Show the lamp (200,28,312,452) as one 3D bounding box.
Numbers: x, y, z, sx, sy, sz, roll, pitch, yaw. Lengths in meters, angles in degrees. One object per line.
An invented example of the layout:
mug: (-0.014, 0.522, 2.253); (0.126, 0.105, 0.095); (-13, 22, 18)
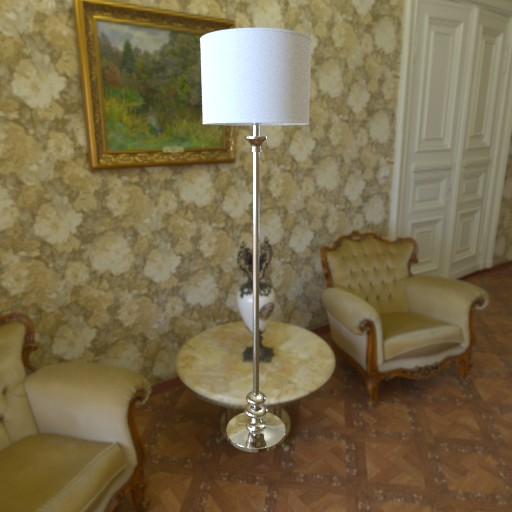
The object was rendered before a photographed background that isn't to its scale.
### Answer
lamp: (0.000, 0.000, 1.613); (0.356, 1.487, 0.356); (2, 15, 8)
